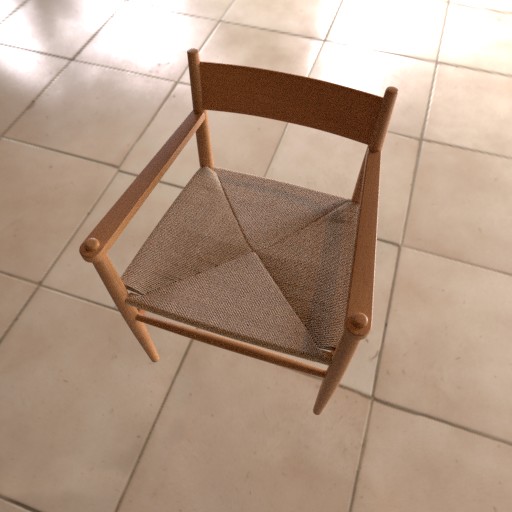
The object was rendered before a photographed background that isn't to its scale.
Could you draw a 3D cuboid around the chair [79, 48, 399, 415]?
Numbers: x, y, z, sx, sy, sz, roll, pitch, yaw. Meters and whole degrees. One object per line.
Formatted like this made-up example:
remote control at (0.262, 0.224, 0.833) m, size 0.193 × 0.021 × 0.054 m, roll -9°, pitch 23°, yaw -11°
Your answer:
chair at (0.000, 0.000, 1.115) m, size 0.556 × 0.762 × 0.495 m, roll 15°, pitch 59°, yaw 9°
